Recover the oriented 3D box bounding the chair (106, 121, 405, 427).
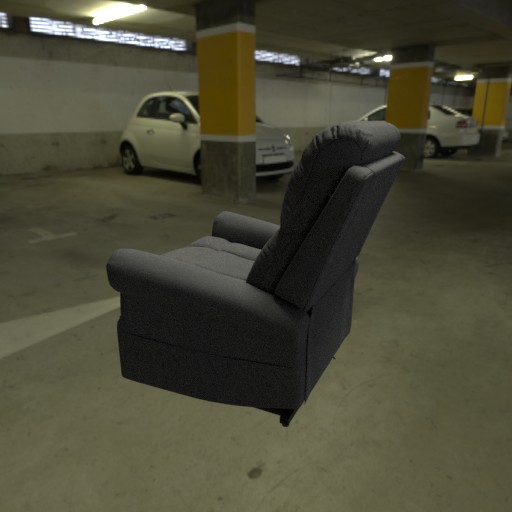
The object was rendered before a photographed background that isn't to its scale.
[{"bbox_3d":[0.000,0.000,1.766,0.979,1.031,0.871,8,19,25],"label":"chair"}]
